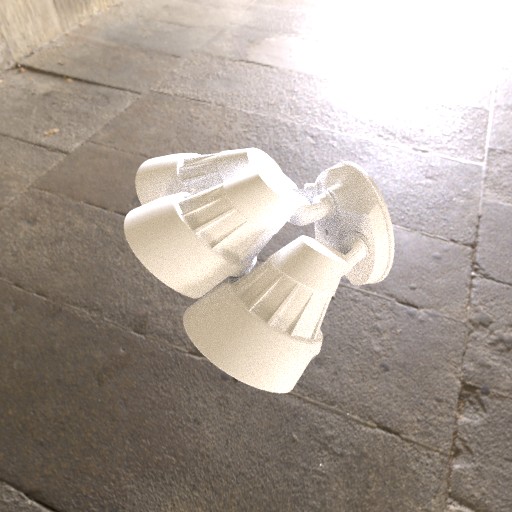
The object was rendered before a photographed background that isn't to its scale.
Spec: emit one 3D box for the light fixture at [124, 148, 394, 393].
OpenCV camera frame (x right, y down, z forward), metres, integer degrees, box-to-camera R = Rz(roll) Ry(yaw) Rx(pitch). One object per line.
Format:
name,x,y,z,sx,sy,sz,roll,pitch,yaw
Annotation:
light fixture,0.000,0.000,0.538,0.278,0.237,0.369,-17,50,-15
